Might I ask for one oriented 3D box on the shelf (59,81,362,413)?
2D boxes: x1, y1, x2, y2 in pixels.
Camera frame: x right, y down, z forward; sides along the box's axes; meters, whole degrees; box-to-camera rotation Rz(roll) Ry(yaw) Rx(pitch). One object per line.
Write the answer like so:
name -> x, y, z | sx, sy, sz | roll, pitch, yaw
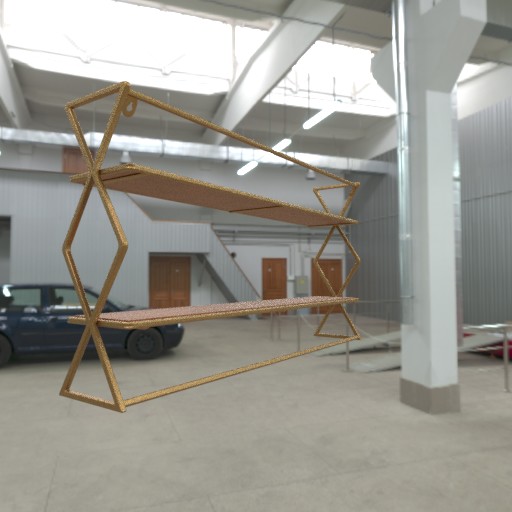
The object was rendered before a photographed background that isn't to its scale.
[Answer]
shelf -> 0.000, 0.000, 0.974 | 0.150, 0.450, 0.822 | -2, -3, 35
